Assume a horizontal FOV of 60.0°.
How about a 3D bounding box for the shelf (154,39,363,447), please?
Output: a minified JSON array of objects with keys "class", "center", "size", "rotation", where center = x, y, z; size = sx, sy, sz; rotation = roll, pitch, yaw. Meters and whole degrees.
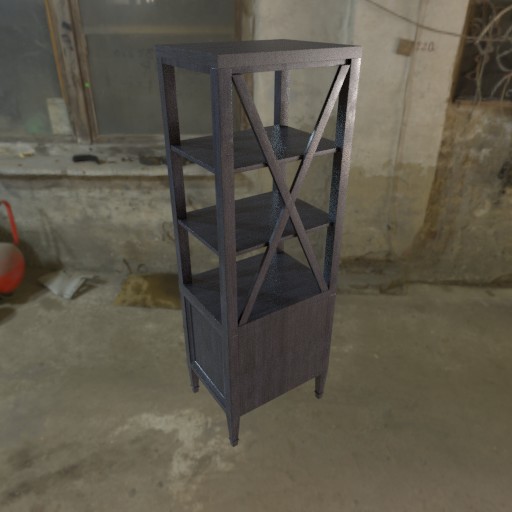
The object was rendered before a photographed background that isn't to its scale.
[{"class":"shelf","center":[0.000,0.000,2.007],"size":[0.584,1.727,0.472],"rotation":[-18,34,-29]}]
